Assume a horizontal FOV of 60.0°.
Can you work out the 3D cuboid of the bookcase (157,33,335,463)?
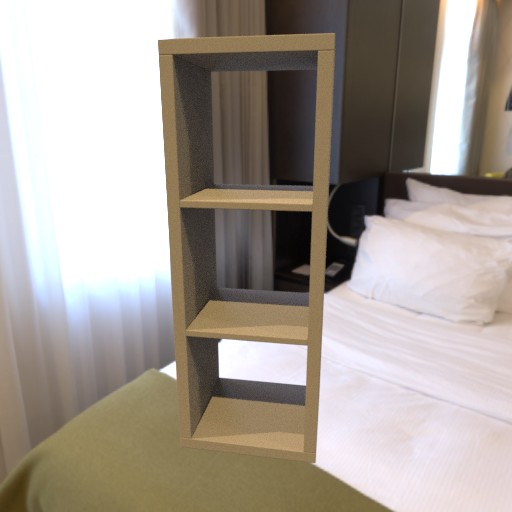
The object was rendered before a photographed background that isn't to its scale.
[{"bbox_3d":[0.000,0.000,1.261,0.390,1.080,0.330,3,17,9],"label":"bookcase"}]
